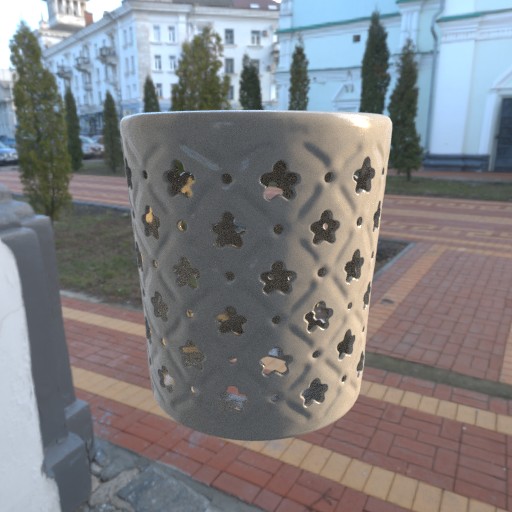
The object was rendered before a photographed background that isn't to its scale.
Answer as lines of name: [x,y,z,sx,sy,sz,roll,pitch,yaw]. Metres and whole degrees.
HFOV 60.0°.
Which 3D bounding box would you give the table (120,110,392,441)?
table: [0.000,0.000,0.639,0.352,0.387,0.352,0,15,0]
